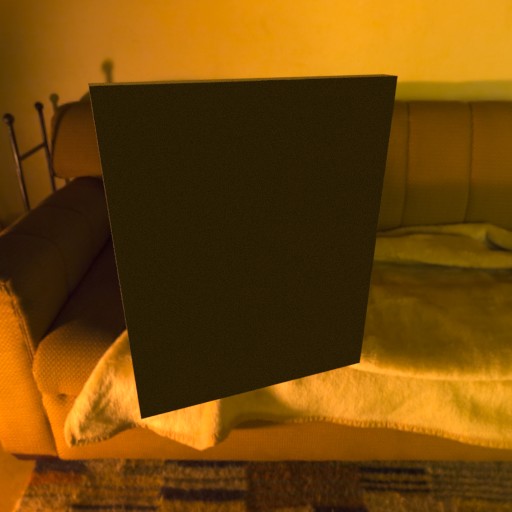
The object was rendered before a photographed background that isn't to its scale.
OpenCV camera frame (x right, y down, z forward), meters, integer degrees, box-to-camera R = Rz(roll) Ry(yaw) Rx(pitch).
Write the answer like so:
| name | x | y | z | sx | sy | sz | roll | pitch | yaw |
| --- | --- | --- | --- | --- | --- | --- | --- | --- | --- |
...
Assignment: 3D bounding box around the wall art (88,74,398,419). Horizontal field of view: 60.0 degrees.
| name | x | y | z | sx | sy | sz | roll | pitch | yaw |
| --- | --- | --- | --- | --- | --- | --- | --- | --- | --- |
| wall art | 0.000 | 0.000 | 0.818 | 0.489 | 0.608 | 0.040 | -9 | 28 | -18 |
